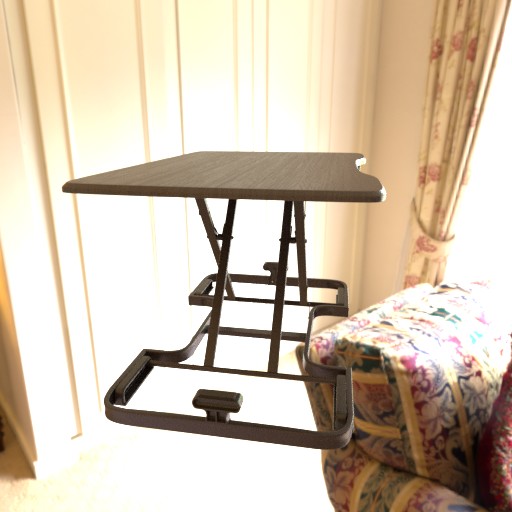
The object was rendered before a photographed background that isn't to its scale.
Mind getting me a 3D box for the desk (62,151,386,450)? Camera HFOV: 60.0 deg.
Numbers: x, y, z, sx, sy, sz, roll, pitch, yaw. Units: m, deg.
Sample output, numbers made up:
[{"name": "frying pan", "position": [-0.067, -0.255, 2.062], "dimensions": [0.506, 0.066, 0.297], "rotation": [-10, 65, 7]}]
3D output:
[{"name": "desk", "position": [0.000, 0.000, 1.141], "dimensions": [0.546, 0.470, 0.820], "rotation": [3, 17, 10]}]
